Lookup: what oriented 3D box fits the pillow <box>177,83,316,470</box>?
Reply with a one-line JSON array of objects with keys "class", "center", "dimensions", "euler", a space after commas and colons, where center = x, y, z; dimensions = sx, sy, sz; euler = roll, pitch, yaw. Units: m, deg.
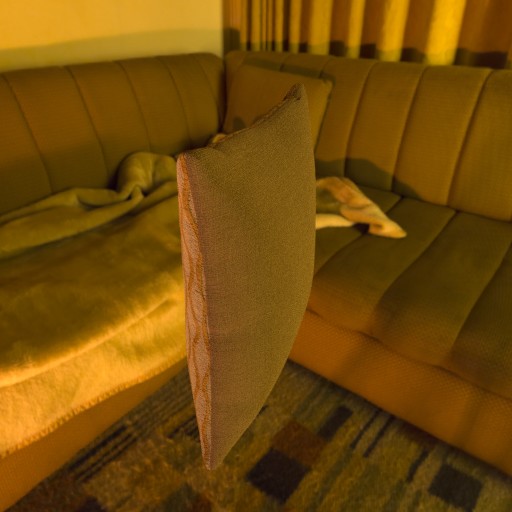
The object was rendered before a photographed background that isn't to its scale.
[{"class": "pillow", "center": [0.000, 0.000, 0.664], "dimensions": [0.159, 0.436, 0.429], "euler": [9, 31, 15]}]
